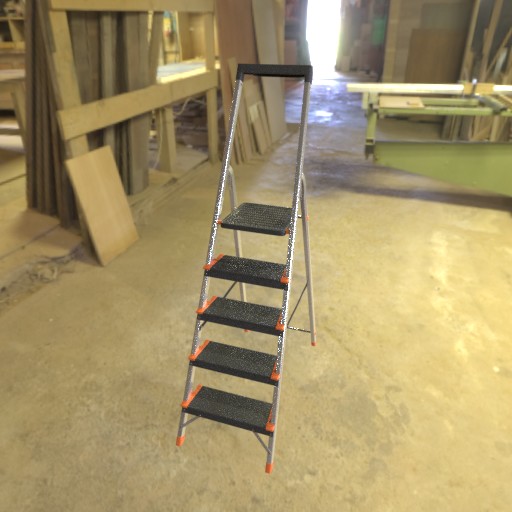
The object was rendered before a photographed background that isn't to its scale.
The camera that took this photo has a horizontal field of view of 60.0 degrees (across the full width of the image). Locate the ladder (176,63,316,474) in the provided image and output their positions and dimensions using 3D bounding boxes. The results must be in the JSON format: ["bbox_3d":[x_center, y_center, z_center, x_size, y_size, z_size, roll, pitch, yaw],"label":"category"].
[{"bbox_3d":[0.000,0.000,2.106,0.480,1.646,0.995,9,28,17],"label":"ladder"}]
